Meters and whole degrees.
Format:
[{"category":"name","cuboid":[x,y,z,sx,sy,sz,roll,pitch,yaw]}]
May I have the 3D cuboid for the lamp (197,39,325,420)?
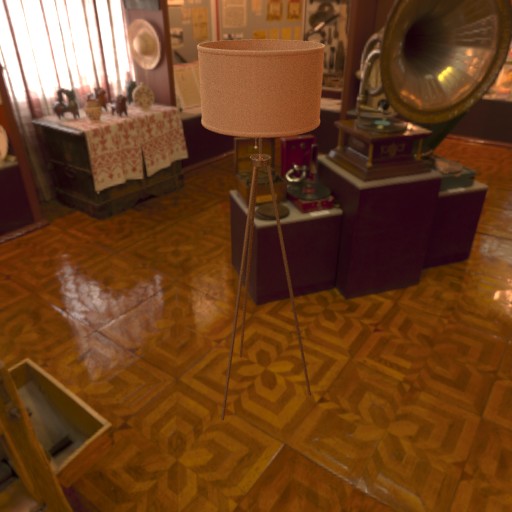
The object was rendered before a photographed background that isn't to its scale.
[{"category":"lamp","cuboid":[0.000,0.000,1.791,0.449,1.545,0.460,22,36,32]}]
